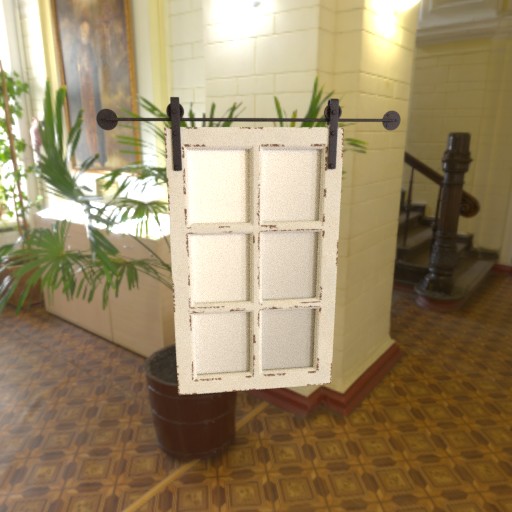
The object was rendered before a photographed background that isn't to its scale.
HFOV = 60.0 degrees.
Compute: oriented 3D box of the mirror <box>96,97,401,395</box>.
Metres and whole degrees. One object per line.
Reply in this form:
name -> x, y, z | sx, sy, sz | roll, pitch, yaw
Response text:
mirror -> 0.000, 0.000, 1.252 | 0.808, 0.844, 0.037 | -2, 16, -7
